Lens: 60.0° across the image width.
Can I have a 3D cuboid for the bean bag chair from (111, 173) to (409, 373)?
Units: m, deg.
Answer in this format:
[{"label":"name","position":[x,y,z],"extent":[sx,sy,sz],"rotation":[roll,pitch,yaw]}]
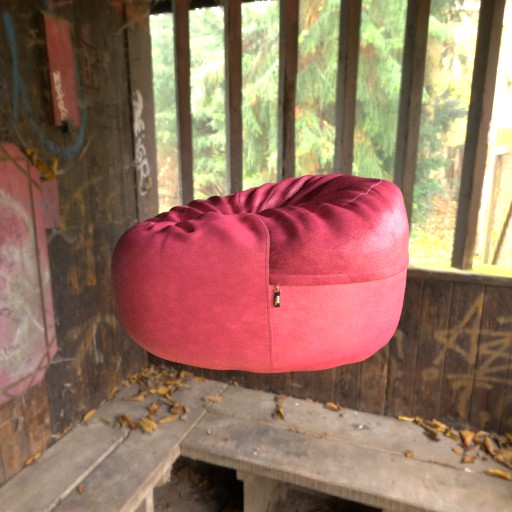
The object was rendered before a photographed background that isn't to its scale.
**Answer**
[{"label":"bean bag chair","position":[0.000,0.000,2.440],"extent":[1.524,0.878,1.524],"rotation":[-2,14,-8]}]
